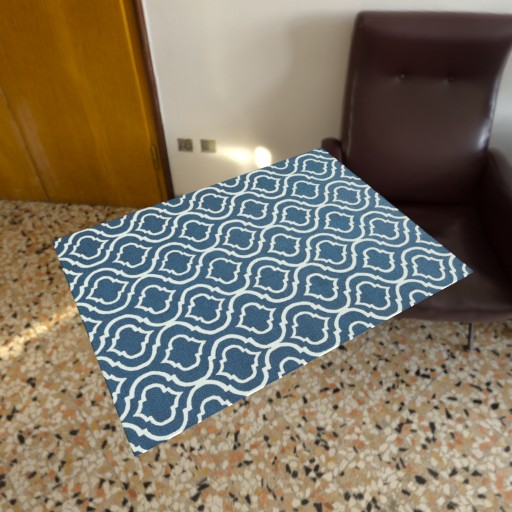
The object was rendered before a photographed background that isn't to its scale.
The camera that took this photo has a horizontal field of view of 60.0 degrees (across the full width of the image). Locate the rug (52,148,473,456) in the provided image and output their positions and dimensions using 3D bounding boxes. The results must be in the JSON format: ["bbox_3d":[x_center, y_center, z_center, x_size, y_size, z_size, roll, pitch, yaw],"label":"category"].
[{"bbox_3d":[0.000,0.000,4.337,3.353,0.010,2.438,-23,51,-20],"label":"rug"}]
